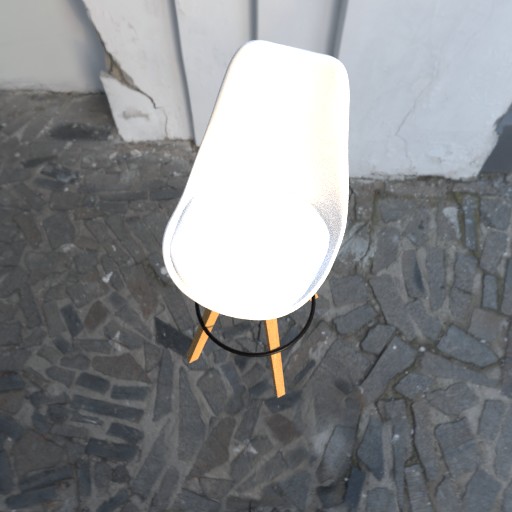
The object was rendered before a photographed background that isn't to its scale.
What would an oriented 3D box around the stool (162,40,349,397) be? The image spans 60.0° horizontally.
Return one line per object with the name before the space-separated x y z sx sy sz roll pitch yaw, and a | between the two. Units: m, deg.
stool | 0.000 0.000 1.401 0.482 1.115 0.549 18 61 11
